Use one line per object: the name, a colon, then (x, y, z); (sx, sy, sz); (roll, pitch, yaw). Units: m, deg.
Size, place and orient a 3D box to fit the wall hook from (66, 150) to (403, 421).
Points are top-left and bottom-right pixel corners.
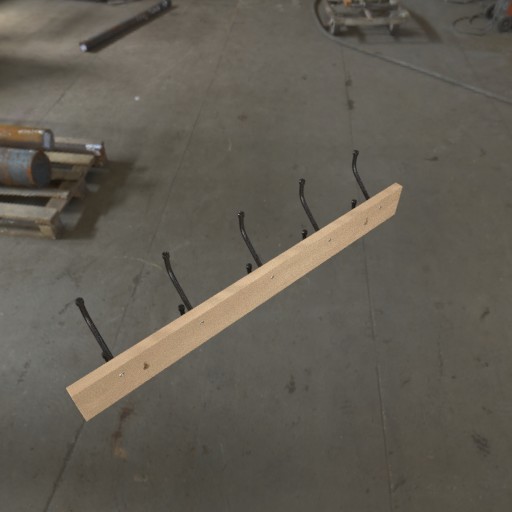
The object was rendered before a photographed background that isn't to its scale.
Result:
wall hook: (0.000, 0.000, 0.619); (0.571, 0.117, 0.071); (-31, 53, -27)
